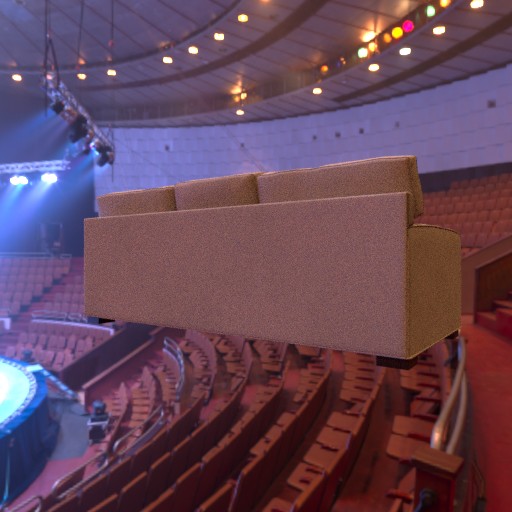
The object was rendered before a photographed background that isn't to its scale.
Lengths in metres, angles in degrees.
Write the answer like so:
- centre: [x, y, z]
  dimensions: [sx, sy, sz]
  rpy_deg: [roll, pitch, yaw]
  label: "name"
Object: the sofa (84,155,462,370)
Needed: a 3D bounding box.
- centre: [0.000, 0.000, 2.634]
  dimensions: [2.088, 0.862, 0.935]
  rpy_deg: [0, 0, 36]
  label: "sofa"
